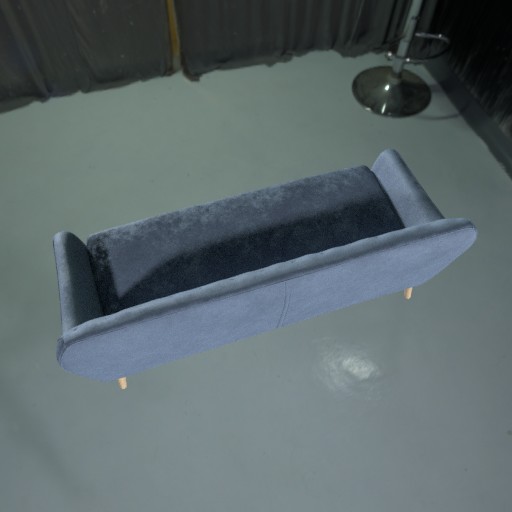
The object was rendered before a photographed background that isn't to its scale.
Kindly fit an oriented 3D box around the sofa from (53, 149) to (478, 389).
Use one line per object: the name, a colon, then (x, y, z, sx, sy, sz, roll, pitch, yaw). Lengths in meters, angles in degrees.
sofa: (0.000, 0.000, 2.375, 1.975, 0.832, 0.841, -16, 60, -10)
